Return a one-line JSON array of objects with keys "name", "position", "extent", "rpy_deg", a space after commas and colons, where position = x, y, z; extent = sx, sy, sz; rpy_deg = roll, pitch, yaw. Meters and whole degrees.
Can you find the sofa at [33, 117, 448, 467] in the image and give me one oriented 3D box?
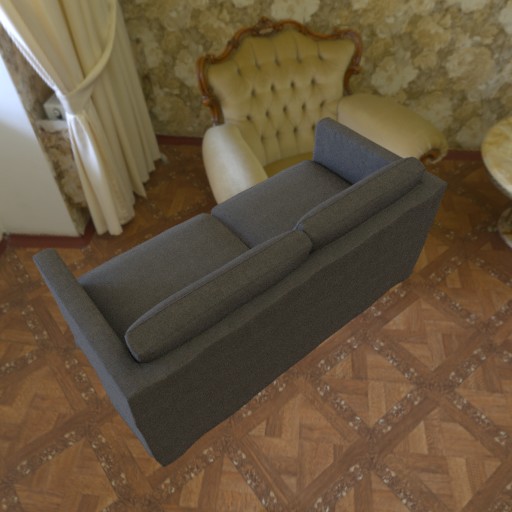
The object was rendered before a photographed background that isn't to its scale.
[{"name": "sofa", "position": [0.000, 0.000, 2.432], "extent": [1.982, 0.855, 0.953], "rpy_deg": [-31, 54, -26]}]
